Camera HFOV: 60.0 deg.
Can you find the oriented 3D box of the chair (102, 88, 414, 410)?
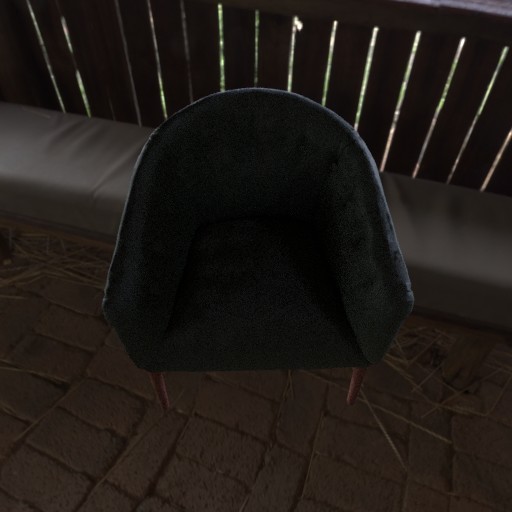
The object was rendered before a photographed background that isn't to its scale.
[{"bbox_3d":[0.000,0.000,1.548,0.851,0.885,0.776,-1,47,-1],"label":"chair"}]
